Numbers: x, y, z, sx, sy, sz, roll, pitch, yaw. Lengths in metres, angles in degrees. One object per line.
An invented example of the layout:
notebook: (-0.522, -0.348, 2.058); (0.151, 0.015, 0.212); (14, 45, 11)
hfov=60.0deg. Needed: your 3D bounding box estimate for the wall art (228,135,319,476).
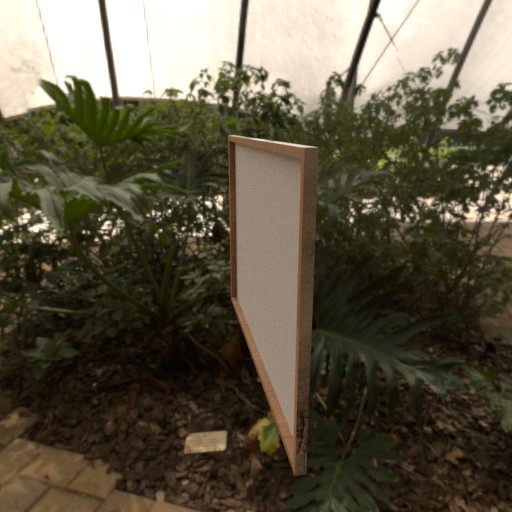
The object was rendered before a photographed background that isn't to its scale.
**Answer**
wall art: (0.000, 0.000, 1.190); (0.023, 0.607, 0.914); (-3, 17, -10)
